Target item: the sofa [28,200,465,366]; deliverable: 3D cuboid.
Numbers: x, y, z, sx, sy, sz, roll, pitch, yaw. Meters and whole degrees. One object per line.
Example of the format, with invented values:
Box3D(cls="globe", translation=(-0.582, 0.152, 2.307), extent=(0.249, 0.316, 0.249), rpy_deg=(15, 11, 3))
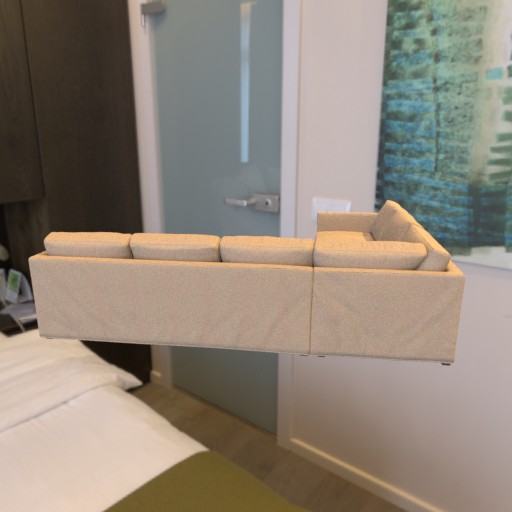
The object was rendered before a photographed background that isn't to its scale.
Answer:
Box3D(cls="sofa", translation=(0.000, 0.000, 4.373), extent=(3.182, 0.871, 2.432), rpy_deg=(2, 16, 8))
